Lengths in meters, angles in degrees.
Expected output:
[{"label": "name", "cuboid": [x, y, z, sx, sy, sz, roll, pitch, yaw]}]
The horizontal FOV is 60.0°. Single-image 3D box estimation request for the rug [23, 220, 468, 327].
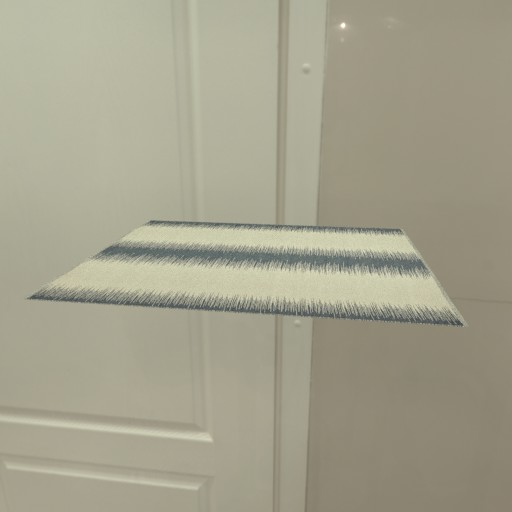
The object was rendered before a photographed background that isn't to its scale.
[{"label": "rug", "cuboid": [0.000, 0.000, 4.105, 3.037, 0.004, 2.453, 3, 18, 8]}]
